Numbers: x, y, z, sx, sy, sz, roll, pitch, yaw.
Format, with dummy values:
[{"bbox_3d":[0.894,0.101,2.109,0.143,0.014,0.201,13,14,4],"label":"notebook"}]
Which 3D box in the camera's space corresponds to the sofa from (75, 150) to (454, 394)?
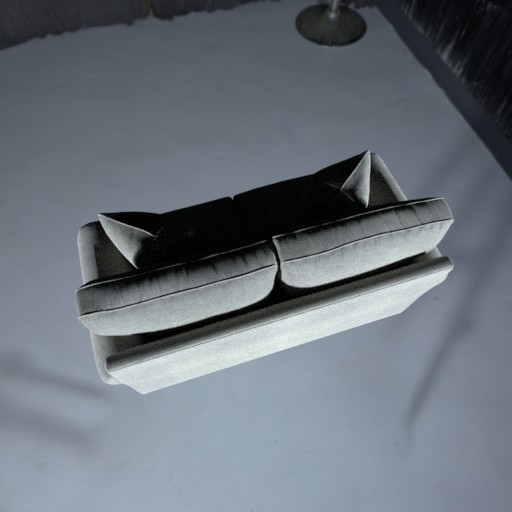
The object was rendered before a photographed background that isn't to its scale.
[{"bbox_3d":[0.000,0.000,2.303,1.701,0.966,0.966,-16,61,-9],"label":"sofa"}]
